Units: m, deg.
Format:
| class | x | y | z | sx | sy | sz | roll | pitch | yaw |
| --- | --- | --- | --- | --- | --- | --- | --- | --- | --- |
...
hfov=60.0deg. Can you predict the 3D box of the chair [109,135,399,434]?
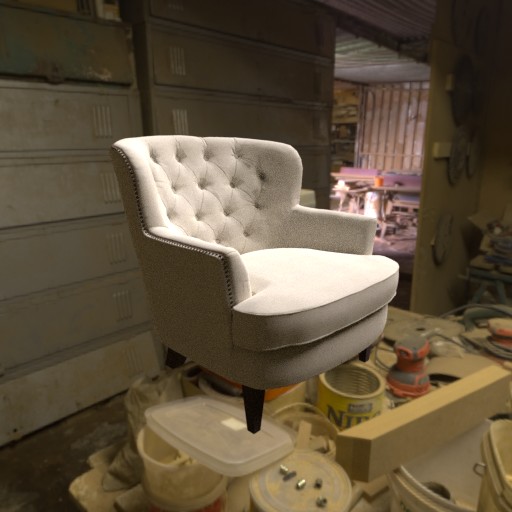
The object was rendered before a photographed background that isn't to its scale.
| class | x | y | z | sx | sy | sz | roll | pitch | yaw |
| --- | --- | --- | --- | --- | --- | --- | --- | --- | --- |
| chair | 0.000 | 0.000 | 1.644 | 0.906 | 0.868 | 0.848 | 14 | 20 | 43 |
